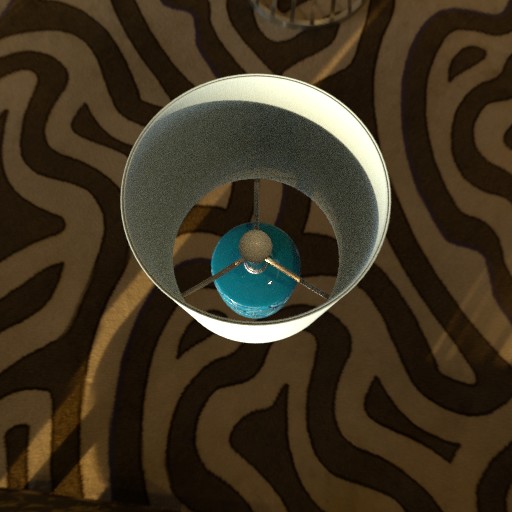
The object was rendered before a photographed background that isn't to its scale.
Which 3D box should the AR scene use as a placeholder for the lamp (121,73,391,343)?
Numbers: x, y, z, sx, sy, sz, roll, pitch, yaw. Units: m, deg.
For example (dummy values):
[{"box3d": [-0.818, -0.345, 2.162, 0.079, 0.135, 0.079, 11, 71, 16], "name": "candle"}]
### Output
[{"box3d": [0.000, 0.000, 0.499, 0.193, 0.377, 0.193, 1, 76, 0], "name": "lamp"}]
